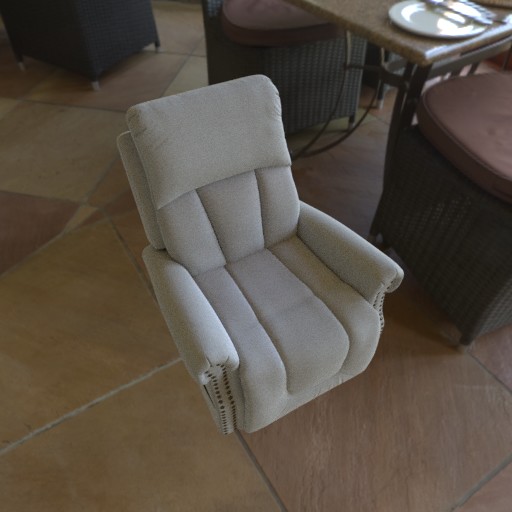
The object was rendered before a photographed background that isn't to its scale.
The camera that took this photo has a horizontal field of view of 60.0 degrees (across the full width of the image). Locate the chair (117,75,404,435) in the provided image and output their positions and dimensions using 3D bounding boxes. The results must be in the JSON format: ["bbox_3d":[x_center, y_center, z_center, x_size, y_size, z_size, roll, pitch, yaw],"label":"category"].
[{"bbox_3d":[0.000,0.000,1.766,0.871,1.031,0.979,-22,51,-19],"label":"chair"}]
